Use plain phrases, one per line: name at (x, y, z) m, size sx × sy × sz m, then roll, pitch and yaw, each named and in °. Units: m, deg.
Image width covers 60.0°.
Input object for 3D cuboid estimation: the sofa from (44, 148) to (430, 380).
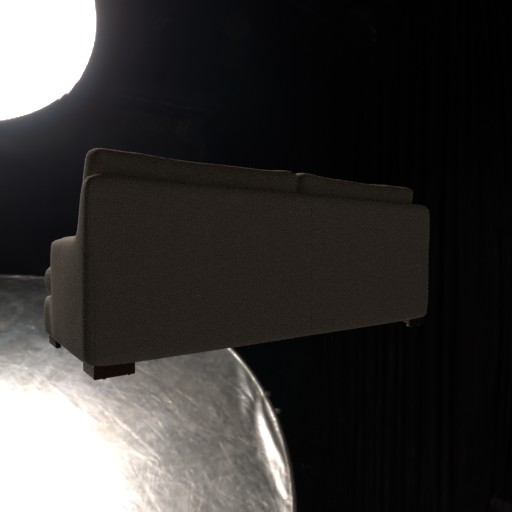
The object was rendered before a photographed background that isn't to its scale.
sofa at (0.000, 0.000, 2.816) m, size 2.354 × 0.980 × 0.962 m, roll -1°, pitch 1°, yaw -36°
